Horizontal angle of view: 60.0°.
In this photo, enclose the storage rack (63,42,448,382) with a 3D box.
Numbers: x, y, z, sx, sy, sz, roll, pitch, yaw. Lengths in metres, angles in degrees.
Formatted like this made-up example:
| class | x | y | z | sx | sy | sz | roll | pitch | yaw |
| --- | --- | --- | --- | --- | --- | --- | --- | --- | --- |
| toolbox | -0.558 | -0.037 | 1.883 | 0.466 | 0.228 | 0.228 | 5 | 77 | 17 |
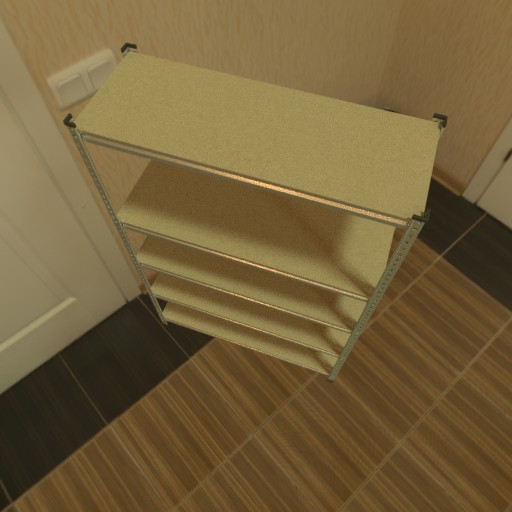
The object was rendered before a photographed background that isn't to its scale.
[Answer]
| class | x | y | z | sx | sy | sz | roll | pitch | yaw |
| --- | --- | --- | --- | --- | --- | --- | --- | --- | --- |
| storage rack | 0.000 | 0.000 | 2.280 | 1.219 | 1.829 | 0.457 | 17 | 61 | 10 |
